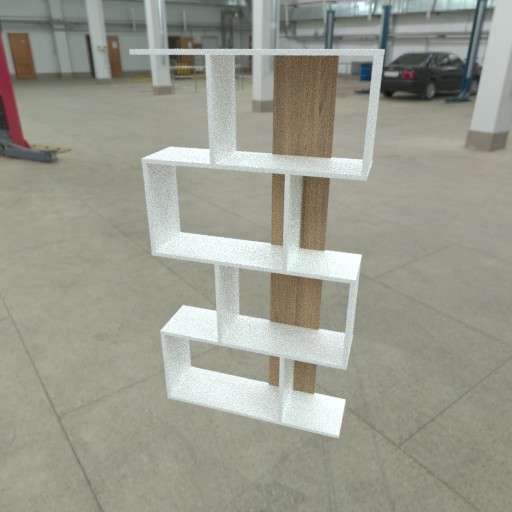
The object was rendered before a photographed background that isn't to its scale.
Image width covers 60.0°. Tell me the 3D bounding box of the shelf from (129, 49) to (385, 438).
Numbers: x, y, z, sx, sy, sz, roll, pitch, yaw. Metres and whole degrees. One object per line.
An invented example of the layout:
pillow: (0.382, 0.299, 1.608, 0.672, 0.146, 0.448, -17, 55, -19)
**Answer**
shelf: (0.000, 0.000, 1.952, 0.890, 1.650, 0.250, 8, 26, 16)
